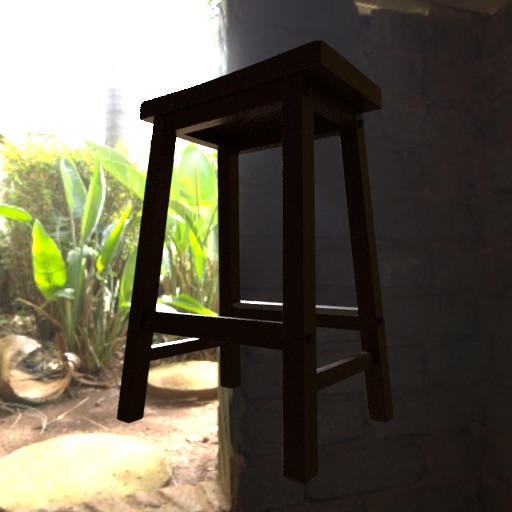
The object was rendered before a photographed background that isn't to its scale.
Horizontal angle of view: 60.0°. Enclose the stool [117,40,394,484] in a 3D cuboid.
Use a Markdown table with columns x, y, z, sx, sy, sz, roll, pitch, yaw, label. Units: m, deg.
| x | y | z | sx | sy | sz | roll | pitch | yaw | label |
| --- | --- | --- | --- | --- | --- | --- | --- | --- | --- |
| 0.000 | 0.000 | 0.835 | 0.406 | 0.610 | 0.322 | -1 | -2 | 37 | stool |
